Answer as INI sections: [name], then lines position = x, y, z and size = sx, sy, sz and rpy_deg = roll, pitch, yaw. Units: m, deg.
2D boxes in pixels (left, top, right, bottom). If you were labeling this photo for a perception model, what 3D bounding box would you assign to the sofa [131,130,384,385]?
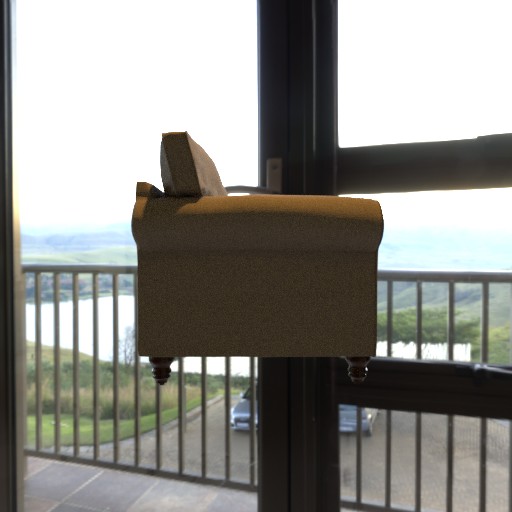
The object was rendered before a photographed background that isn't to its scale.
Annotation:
[sofa]
position = 0.000, 0.000, 2.584
size = 0.916, 0.961, 2.084
rpy_deg = 0, 1, -1
